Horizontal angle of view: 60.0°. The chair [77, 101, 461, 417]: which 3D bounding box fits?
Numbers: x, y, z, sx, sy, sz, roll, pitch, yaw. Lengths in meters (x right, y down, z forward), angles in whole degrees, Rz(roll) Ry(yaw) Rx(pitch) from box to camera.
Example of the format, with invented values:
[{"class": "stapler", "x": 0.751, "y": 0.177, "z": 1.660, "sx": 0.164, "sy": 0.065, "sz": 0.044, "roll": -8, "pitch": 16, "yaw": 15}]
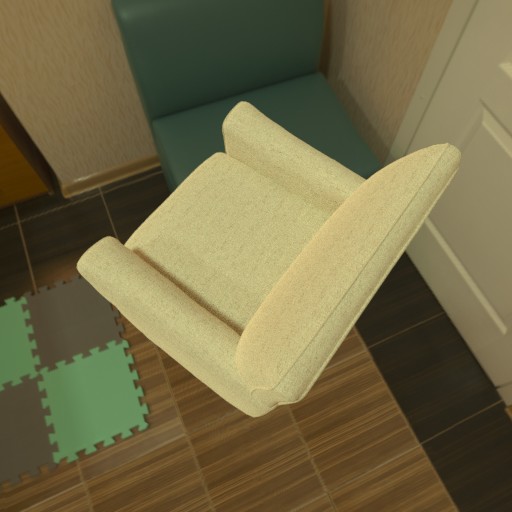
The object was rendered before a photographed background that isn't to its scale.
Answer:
[{"class": "chair", "x": 0.000, "y": 0.000, "z": 1.566, "sx": 0.823, "sy": 0.943, "sz": 0.870, "roll": 34, "pitch": 69, "yaw": 15}]
